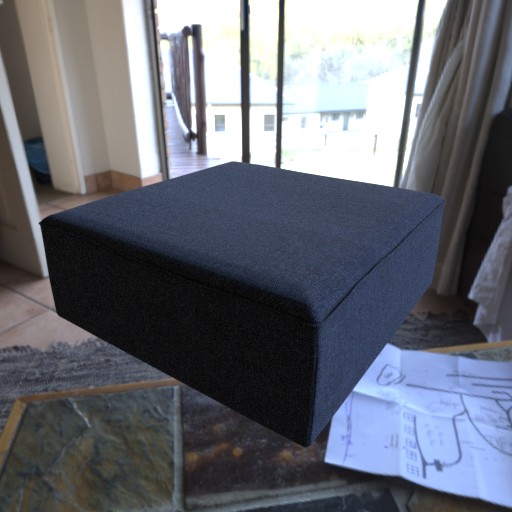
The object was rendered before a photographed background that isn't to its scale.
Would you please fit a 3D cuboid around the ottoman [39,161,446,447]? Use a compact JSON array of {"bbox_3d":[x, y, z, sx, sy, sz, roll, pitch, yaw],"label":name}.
[{"bbox_3d":[0.000,0.000,1.571,1.023,0.423,1.017,17,30,32],"label":"ottoman"}]
